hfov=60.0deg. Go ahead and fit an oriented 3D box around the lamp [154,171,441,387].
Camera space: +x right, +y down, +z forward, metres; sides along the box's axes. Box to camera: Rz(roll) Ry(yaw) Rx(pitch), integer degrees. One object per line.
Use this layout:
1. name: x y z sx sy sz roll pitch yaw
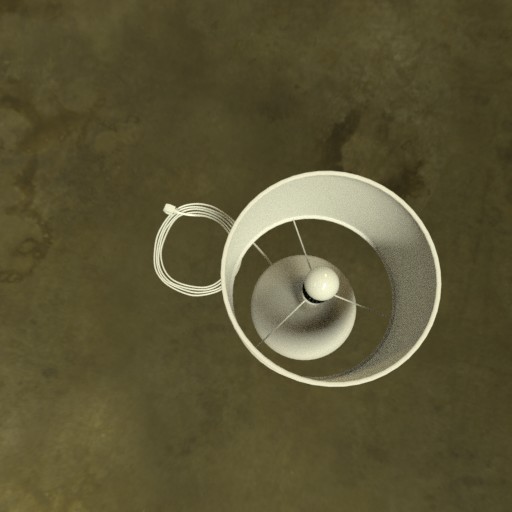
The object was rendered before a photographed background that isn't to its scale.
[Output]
1. lamp: 0.000 0.000 0.852 0.401 0.457 0.546 -30 78 -7
